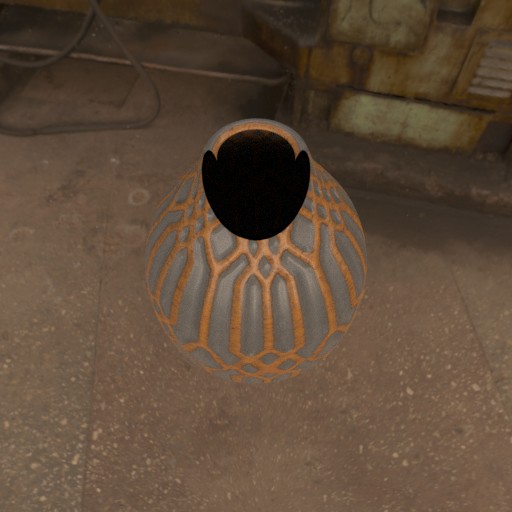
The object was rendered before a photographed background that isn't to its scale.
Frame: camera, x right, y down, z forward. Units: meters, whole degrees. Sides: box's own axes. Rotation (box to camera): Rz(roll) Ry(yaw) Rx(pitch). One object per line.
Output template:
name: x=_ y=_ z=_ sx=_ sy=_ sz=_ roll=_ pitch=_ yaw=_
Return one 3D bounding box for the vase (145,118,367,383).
vase: x=0.000 y=0.000 z=0.137 sx=0.069 sy=0.088 sz=0.069 roll=0 pitch=58 yaw=0
